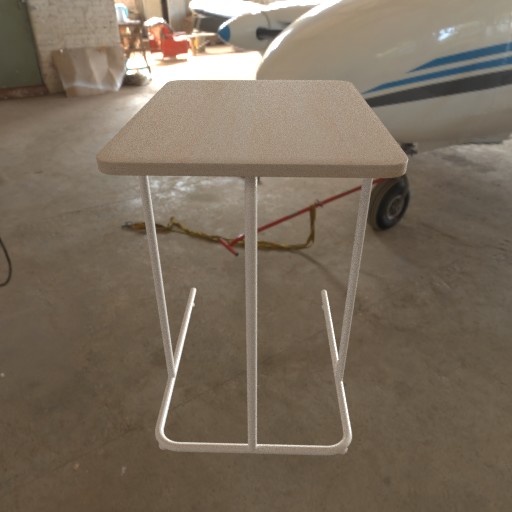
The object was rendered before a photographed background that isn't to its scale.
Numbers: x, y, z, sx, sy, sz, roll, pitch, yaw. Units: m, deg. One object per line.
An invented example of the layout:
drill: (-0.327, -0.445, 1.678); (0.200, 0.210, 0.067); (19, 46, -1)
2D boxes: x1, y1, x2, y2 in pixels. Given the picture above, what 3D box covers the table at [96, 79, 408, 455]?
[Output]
table: (0.000, 0.000, 0.852); (0.370, 0.550, 0.480); (1, 32, 1)
